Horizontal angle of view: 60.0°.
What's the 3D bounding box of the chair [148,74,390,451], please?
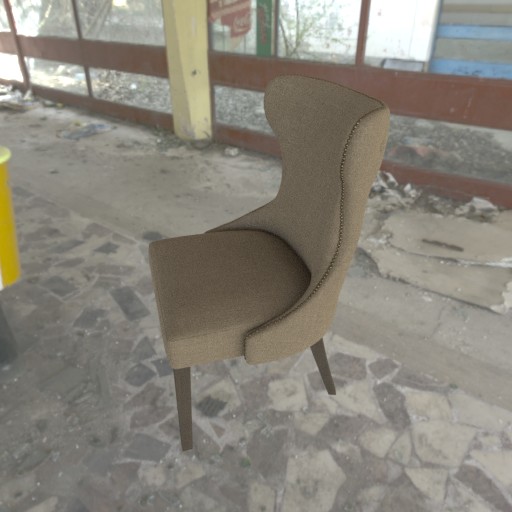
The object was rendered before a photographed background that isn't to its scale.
[{"bbox_3d":[0.000,0.000,1.372,0.635,0.967,0.628,-9,32,-14],"label":"chair"}]
